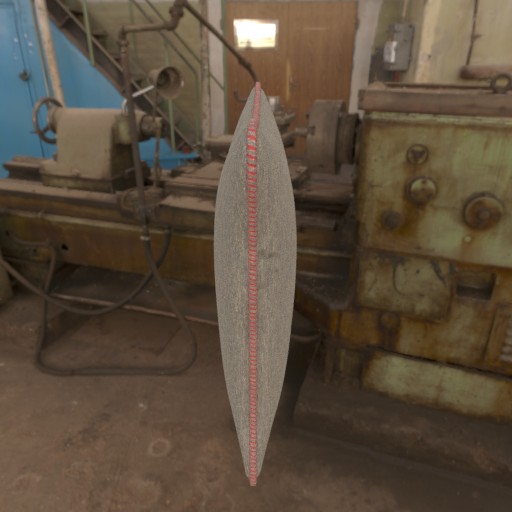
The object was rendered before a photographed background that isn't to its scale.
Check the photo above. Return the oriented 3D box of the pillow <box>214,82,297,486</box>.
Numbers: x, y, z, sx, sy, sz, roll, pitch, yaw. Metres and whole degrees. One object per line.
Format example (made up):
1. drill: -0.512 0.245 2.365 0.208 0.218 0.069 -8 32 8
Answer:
1. pillow: 0.000 0.000 0.714 0.124 0.491 0.482 0 26 1
